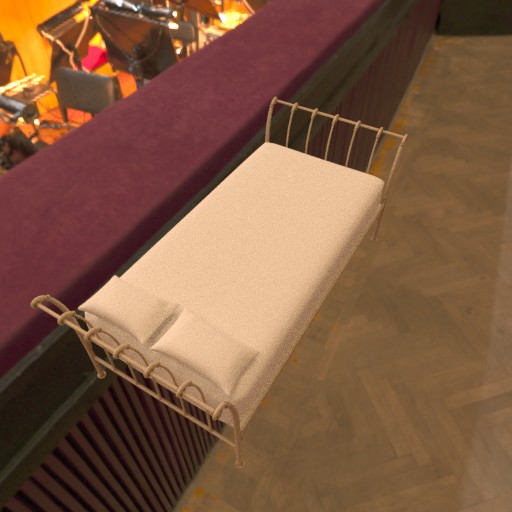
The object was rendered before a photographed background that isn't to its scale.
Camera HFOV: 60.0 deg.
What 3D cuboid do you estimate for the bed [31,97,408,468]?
[{"bbox_3d":[0.000,0.000,2.745,1.032,0.873,2.228,24,51,21],"label":"bed"}]
